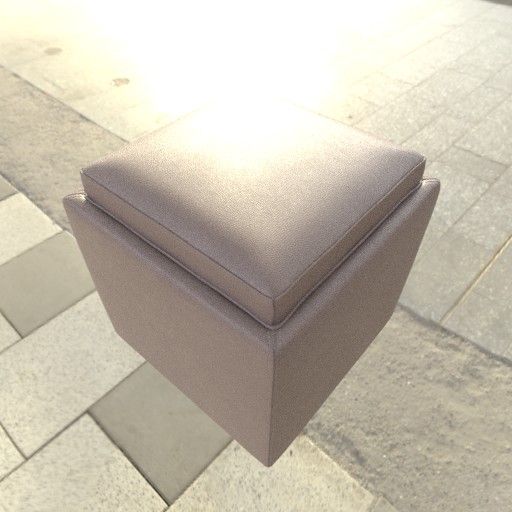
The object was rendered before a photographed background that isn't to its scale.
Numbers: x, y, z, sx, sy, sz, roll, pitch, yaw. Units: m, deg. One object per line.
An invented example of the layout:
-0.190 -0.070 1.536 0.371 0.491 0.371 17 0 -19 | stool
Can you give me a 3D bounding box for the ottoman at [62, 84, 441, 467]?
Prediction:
0.000 0.000 0.820 0.451 0.460 0.450 32 54 27 | ottoman
